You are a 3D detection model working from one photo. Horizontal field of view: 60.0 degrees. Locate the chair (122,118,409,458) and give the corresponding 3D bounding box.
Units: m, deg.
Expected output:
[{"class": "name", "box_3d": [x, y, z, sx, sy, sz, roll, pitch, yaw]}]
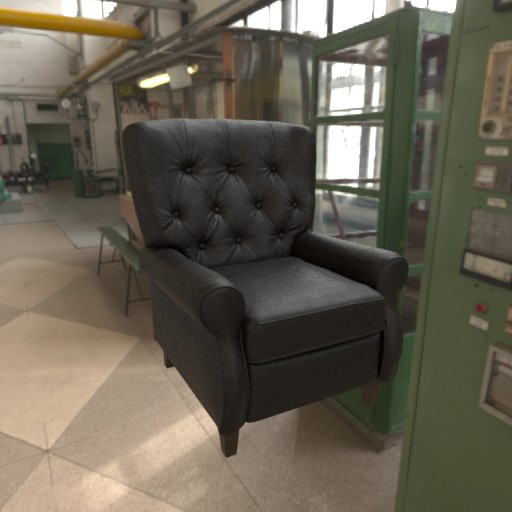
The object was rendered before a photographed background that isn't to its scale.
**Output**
[{"class": "chair", "box_3d": [0.000, 0.000, 1.911, 0.948, 1.158, 1.058, -8, 17, -27]}]
